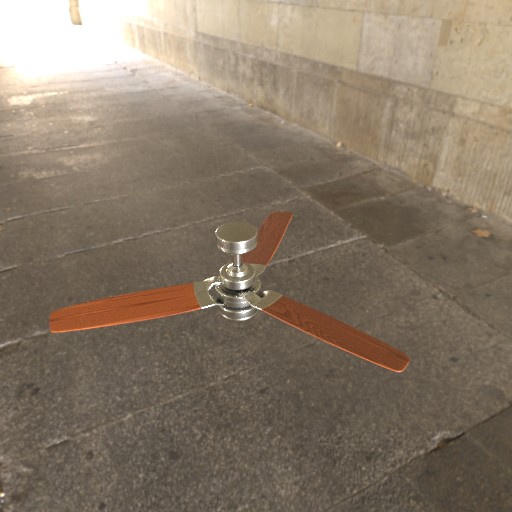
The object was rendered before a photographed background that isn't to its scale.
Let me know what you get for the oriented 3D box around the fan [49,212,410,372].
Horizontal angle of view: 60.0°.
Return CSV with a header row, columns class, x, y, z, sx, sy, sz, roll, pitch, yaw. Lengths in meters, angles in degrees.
class,x,y,z,sx,sy,sz,roll,pitch,yaw
fan,0.000,0.000,2.050,1.416,0.410,1.271,10,34,15
